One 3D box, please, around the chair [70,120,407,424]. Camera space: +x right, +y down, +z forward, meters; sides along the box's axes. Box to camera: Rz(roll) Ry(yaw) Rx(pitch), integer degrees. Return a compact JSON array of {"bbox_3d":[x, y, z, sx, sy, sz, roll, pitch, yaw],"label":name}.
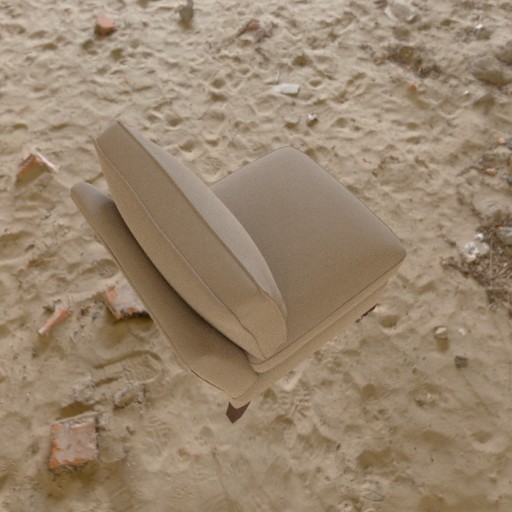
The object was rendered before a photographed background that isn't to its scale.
[{"bbox_3d":[0.000,0.000,1.640,0.912,1.052,0.724,-32,63,-19],"label":"chair"}]
